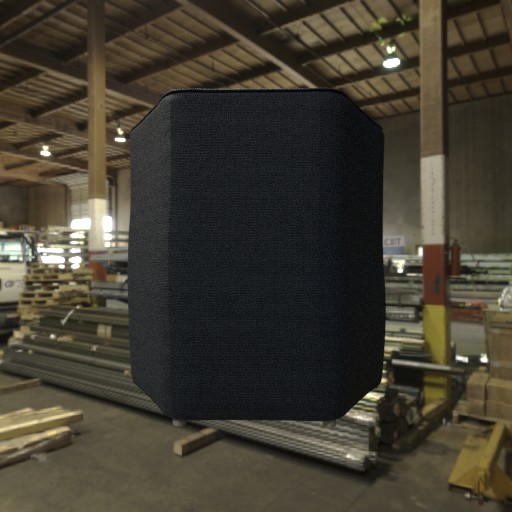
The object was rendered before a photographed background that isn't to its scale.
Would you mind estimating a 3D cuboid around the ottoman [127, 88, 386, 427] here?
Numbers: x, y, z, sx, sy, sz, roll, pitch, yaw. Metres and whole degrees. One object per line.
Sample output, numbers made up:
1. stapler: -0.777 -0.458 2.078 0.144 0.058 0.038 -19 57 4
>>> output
1. ottoman: 0.000 0.000 0.854 0.454 0.505 0.492 0 0 35
